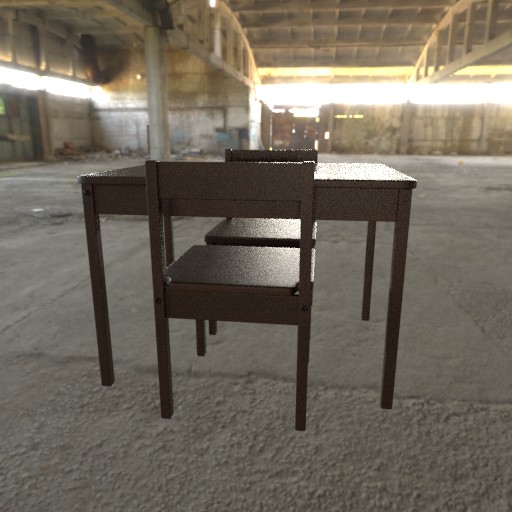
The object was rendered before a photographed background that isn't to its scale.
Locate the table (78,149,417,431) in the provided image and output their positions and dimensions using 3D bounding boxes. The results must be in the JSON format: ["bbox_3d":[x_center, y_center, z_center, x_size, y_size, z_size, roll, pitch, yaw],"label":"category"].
[{"bbox_3d":[0.000,0.000,1.114,0.650,0.503,0.672,2,15,8],"label":"table"}]
